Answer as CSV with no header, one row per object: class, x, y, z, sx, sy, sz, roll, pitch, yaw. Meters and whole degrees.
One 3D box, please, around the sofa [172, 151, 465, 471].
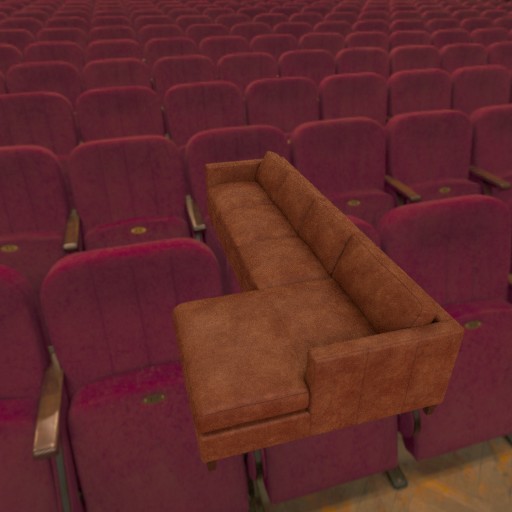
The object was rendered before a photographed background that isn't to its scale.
sofa,0.000,0.000,3.803,1.581,0.883,3.203,-8,32,-14
